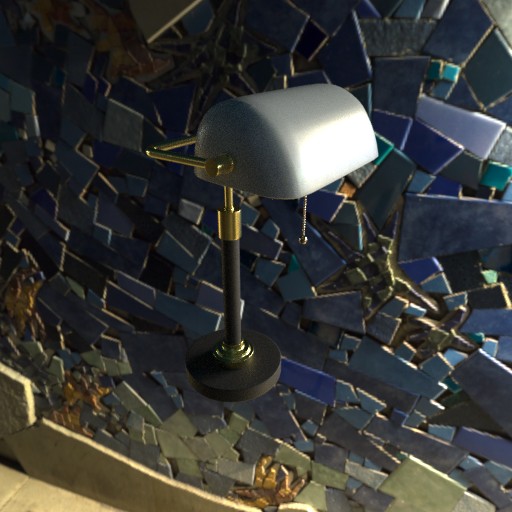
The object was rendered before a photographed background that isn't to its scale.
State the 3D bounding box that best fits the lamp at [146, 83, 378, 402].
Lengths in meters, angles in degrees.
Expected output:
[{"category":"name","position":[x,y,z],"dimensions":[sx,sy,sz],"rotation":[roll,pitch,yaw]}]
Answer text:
[{"category":"lamp","position":[0.000,0.000,0.563],"dimensions":[0.227,0.404,0.269],"rotation":[17,31,31]}]
